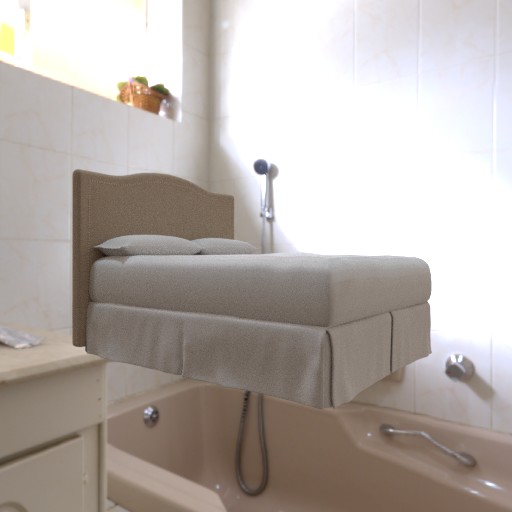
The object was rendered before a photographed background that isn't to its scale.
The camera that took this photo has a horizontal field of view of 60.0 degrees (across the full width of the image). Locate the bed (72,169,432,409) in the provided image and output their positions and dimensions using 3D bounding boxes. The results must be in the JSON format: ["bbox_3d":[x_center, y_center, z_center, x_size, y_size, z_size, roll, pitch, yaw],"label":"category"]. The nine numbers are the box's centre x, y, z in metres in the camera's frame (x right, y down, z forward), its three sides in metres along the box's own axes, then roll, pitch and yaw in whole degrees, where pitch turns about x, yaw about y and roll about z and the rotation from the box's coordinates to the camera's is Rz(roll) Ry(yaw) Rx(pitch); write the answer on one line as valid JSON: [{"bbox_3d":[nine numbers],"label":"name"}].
[{"bbox_3d":[0.000,0.000,3.193,2.052,1.398,1.678,0,0,38],"label":"bed"}]
